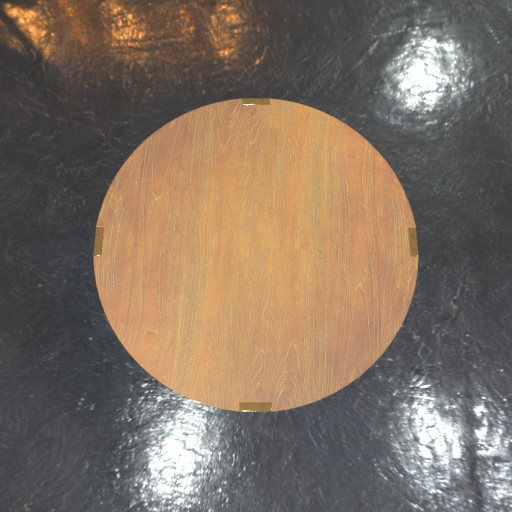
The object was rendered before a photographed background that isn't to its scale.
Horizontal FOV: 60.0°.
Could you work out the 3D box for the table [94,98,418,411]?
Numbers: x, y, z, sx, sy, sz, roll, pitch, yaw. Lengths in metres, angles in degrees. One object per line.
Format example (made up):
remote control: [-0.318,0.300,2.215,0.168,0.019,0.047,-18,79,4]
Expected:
table: [0.000,0.000,1.714,1.100,0.420,1.100,0,76,0]
